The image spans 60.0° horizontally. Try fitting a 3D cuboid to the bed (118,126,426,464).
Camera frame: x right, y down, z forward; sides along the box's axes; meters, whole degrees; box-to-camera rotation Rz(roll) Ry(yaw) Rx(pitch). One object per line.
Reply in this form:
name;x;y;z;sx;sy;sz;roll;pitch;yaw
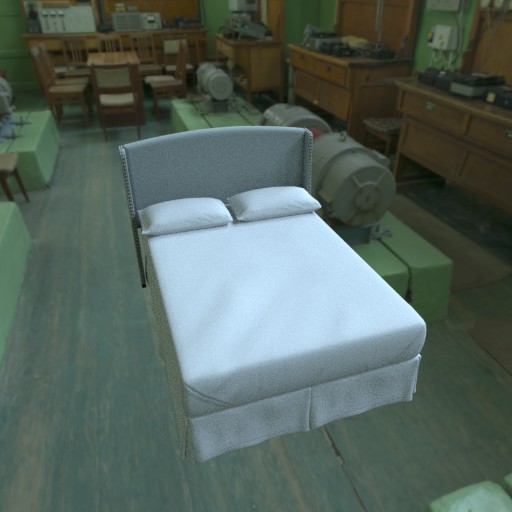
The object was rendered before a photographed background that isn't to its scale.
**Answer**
bed;0.000;0.000;3.393;1.710;1.407;2.237;-10;33;-16
